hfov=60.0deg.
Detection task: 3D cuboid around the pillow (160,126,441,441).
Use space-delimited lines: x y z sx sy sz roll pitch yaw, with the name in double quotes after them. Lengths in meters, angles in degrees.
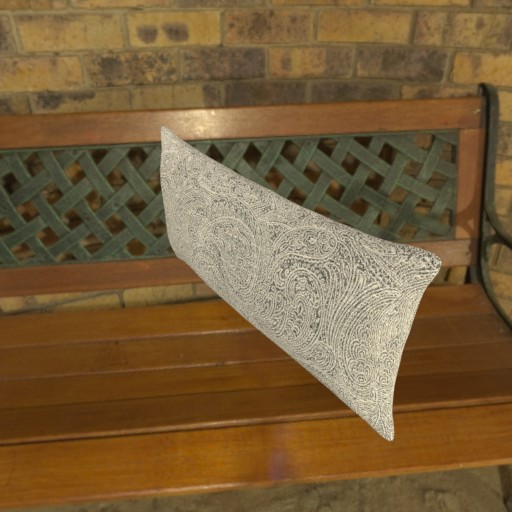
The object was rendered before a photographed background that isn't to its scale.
0.000 0.000 0.727 0.151 0.295 0.615 -21 37 -31 "pillow"
